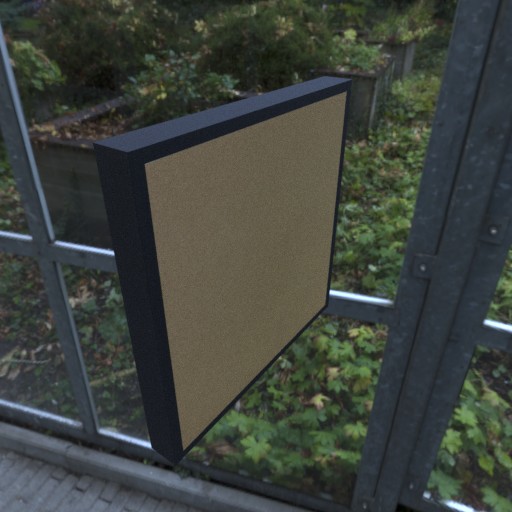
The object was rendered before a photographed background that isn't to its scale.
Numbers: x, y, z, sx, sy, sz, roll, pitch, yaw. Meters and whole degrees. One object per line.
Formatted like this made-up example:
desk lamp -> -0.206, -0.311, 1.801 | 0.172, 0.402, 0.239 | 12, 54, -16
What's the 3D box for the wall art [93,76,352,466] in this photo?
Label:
wall art -> 0.000, 0.000, 0.455 | 0.033, 0.304, 0.305 | 21, 37, 30
